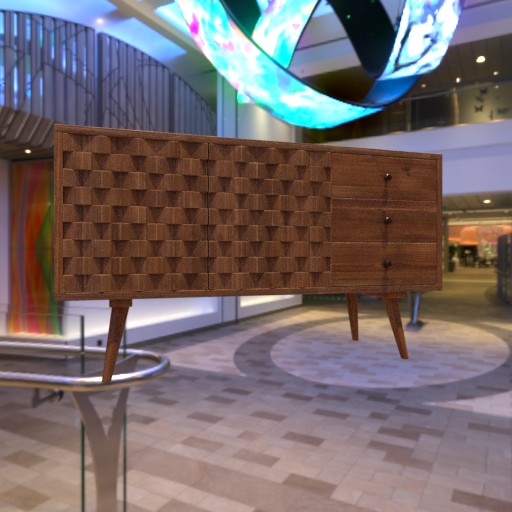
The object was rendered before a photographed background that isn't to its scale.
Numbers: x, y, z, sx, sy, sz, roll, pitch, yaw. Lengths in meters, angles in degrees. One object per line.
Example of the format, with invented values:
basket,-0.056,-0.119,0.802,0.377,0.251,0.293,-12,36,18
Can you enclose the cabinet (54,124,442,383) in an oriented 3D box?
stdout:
cabinet,0.000,0.000,1.743,1.400,0.800,0.472,0,0,-17
